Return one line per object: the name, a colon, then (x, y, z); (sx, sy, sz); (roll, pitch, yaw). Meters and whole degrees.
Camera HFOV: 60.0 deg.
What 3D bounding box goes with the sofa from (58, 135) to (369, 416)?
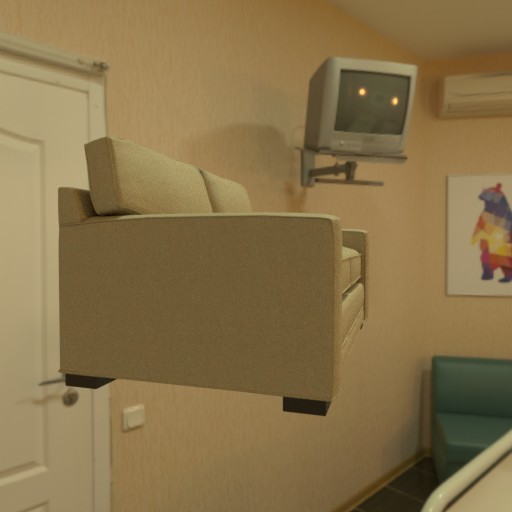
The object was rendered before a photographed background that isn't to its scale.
sofa: (0.000, 0.000, 2.051); (0.942, 0.853, 1.484); (0, 2, 17)
